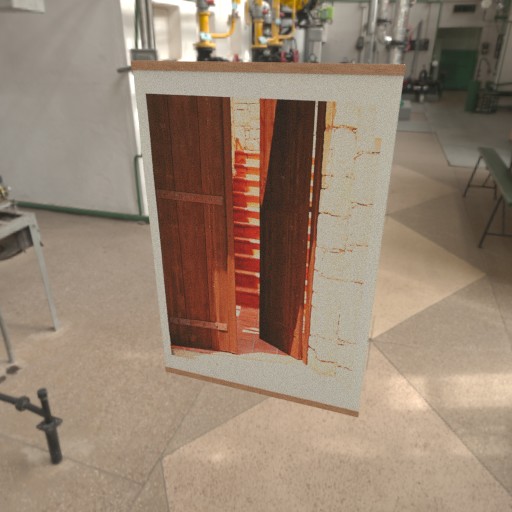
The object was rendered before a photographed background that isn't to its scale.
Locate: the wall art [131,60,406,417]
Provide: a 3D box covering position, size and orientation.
[{"bbox_3d":[0.000,0.000,1.902,1.019,1.527,0.019,8,27,17],"label":"wall art"}]
